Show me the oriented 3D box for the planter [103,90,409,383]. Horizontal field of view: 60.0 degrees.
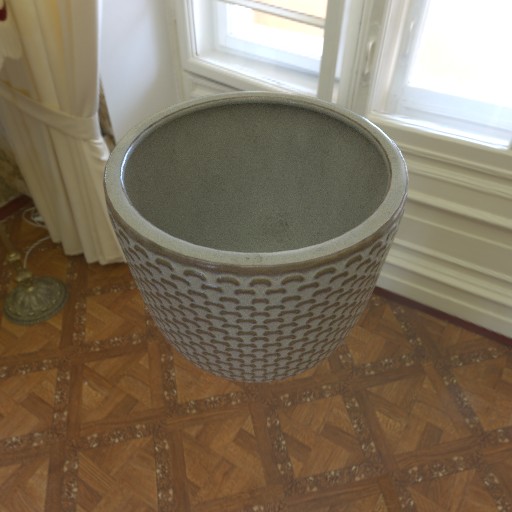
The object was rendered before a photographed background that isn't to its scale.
[{"bbox_3d":[0.000,0.000,0.249,0.139,0.130,0.139,0,46,0],"label":"planter"}]
